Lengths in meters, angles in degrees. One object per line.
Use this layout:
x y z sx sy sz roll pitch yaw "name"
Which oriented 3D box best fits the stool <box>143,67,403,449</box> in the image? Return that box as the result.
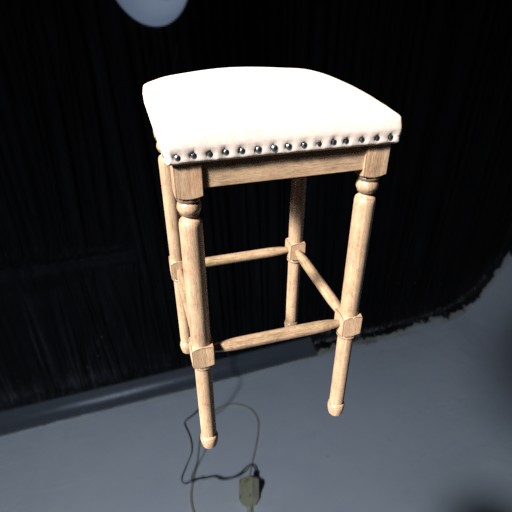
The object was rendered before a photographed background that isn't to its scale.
0.000 0.000 0.982 0.382 0.768 0.383 -9 33 -14 "stool"
